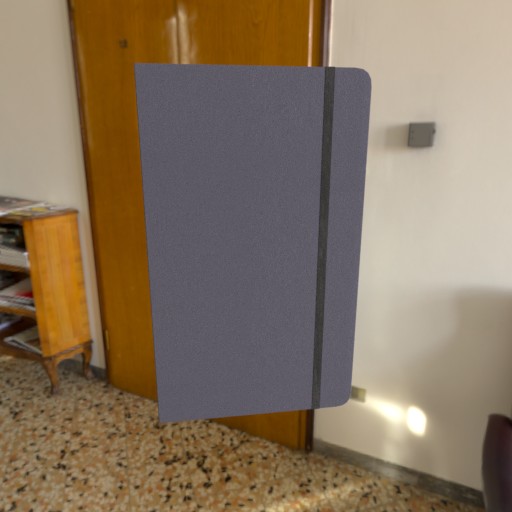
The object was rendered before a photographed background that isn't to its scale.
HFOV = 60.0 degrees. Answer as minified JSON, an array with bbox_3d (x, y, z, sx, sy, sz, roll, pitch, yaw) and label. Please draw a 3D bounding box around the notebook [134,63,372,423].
[{"bbox_3d":[0.000,0.000,0.269,0.127,0.213,0.016,-2,16,-8],"label":"notebook"}]
